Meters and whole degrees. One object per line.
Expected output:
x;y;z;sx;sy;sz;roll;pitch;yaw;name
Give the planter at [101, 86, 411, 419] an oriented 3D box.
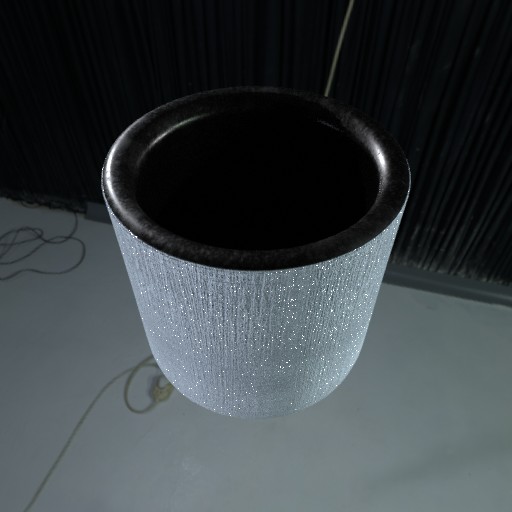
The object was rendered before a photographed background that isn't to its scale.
0.000;0.000;0.287;0.160;0.156;0.160;0;47;0;planter
